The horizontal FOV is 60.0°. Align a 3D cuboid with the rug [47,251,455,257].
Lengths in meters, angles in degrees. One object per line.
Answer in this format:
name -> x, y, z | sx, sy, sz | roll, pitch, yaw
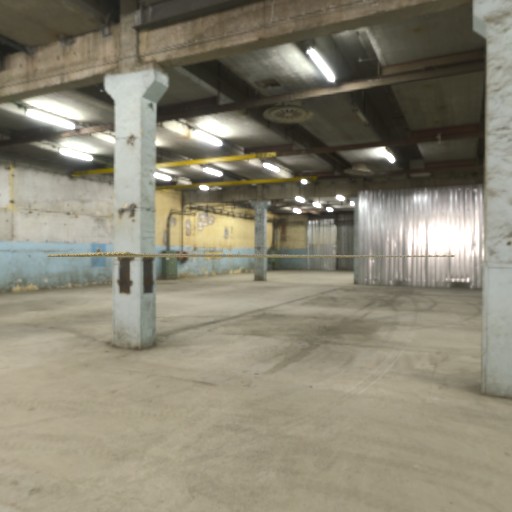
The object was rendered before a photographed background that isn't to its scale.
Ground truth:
rug -> 0.000, 0.000, 3.093 | 2.435, 0.018, 1.540 | 0, -1, -36
